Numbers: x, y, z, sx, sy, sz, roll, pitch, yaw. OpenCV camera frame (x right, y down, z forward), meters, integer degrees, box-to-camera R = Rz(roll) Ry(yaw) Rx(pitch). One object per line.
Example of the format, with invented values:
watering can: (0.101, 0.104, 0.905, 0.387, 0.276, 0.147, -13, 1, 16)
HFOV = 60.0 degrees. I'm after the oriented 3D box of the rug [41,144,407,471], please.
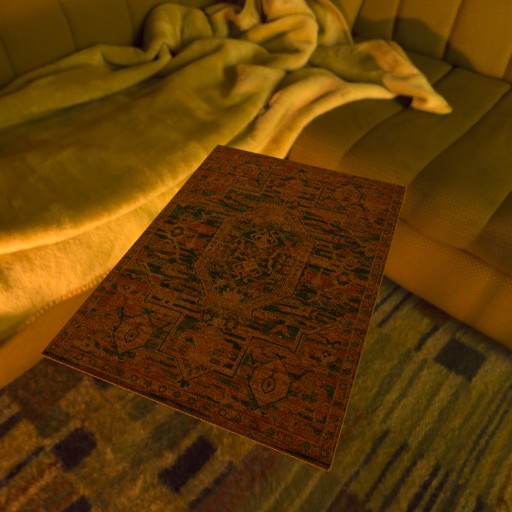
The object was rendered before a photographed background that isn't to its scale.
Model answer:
rug: (0.000, 0.000, 2.864, 1.588, 0.024, 2.204, 16, 48, 15)
